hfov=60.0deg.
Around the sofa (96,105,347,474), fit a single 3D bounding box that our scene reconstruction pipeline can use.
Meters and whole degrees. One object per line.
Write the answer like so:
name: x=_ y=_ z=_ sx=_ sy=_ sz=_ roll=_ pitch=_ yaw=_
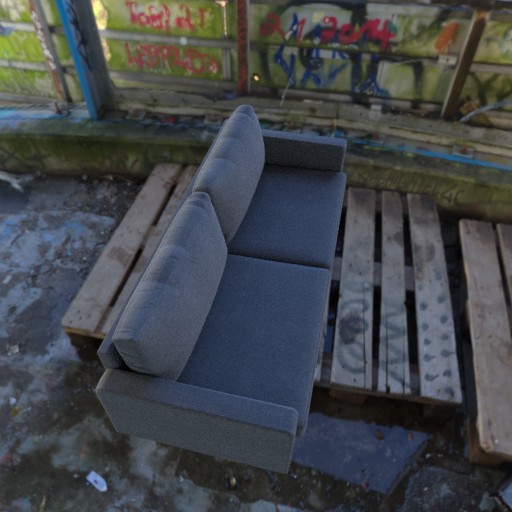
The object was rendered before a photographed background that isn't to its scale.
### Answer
sofa: x=0.000 y=0.000 z=2.566 sx=0.880 sy=0.880 sz=2.100 roll=10 pitch=47 yaw=9
